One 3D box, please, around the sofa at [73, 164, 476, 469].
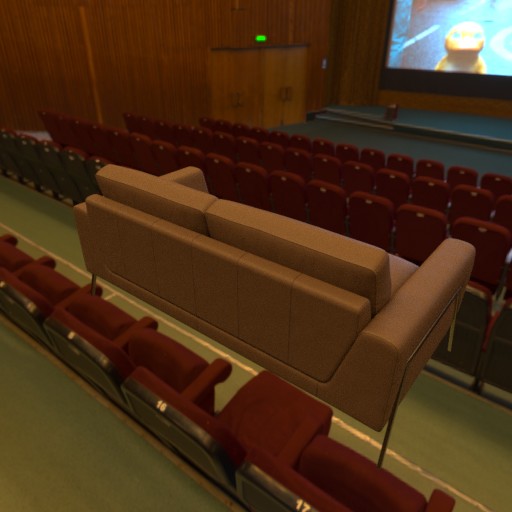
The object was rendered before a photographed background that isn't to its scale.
[{"bbox_3d":[0.000,0.000,2.447,2.017,0.875,0.953,21,36,33],"label":"sofa"}]
